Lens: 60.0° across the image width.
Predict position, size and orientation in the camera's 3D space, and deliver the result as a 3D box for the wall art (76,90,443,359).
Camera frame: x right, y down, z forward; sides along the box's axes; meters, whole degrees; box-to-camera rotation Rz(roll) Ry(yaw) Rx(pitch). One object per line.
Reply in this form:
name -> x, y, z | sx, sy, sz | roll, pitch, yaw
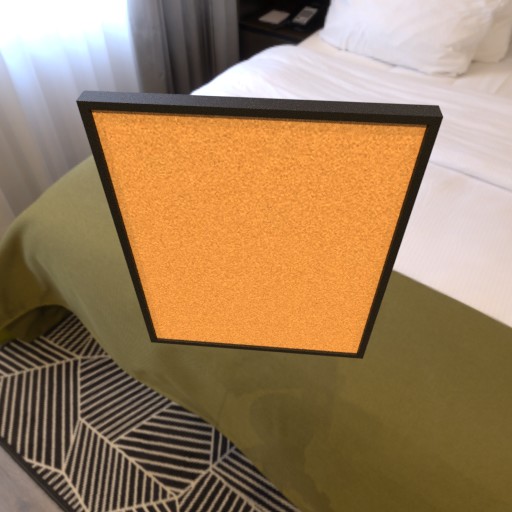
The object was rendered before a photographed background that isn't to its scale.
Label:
wall art -> 0.000, 0.000, 0.761 | 0.457, 0.559, 0.029 | 4, 46, 4
